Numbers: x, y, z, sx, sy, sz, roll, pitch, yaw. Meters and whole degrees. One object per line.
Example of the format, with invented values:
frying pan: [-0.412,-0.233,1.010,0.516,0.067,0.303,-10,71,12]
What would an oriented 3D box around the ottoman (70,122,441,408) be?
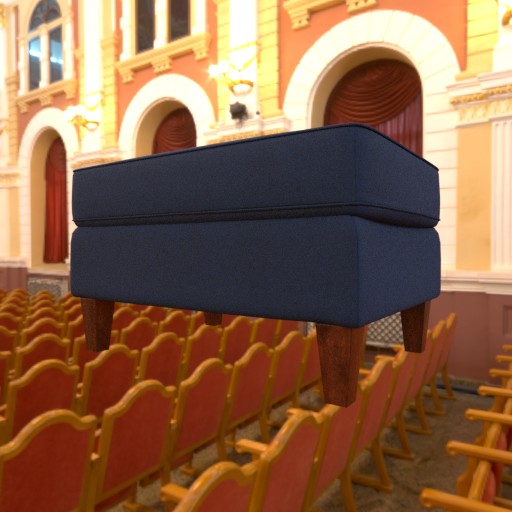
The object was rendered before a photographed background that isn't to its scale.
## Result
ottoman: [0.000,0.000,1.363,0.965,0.584,0.686,1,1,35]
